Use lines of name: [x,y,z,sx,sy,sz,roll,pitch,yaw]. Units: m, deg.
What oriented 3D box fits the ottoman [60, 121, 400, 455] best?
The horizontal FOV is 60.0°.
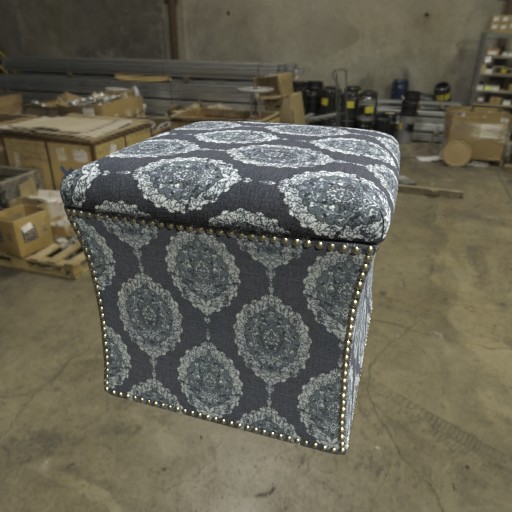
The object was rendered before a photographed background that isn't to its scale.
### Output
ottoman: [0.000,0.000,0.898,0.507,0.475,0.497,8,28,16]
